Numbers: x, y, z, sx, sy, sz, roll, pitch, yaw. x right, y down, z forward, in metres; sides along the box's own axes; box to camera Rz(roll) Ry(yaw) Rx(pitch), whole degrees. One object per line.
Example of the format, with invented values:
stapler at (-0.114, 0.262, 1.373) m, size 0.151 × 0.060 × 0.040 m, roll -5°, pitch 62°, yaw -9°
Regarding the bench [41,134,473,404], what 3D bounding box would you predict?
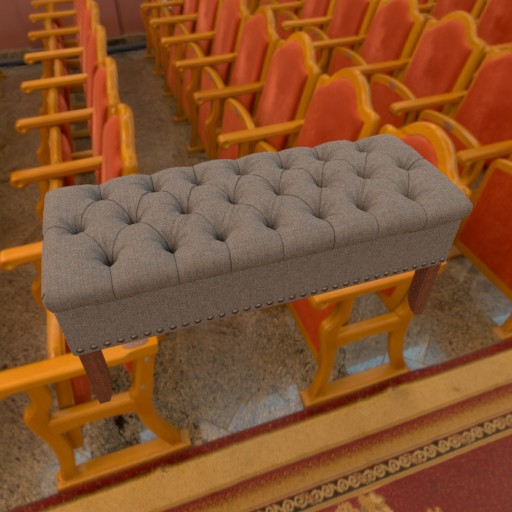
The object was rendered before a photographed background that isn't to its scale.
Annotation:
bench at (0.000, 0.000, 1.292) m, size 1.052 × 0.470 × 0.417 m, roll -13°, pitch 43°, yaw -14°
